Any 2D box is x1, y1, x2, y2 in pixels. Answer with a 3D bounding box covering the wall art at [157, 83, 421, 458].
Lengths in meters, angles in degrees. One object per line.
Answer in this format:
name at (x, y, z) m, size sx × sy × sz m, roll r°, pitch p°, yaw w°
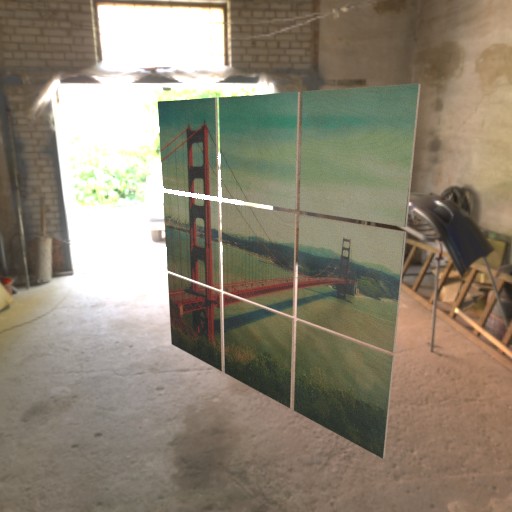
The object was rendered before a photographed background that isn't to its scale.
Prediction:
wall art at (0.000, 0.000, 2.200) m, size 1.519 × 1.507 × 0.014 m, roll 15°, pitch 22°, yaw 42°
